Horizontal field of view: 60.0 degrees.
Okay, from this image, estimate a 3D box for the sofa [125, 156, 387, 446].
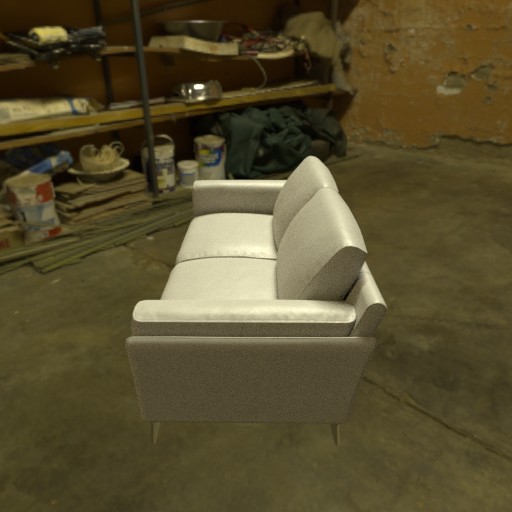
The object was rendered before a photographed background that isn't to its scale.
[{"bbox_3d":[0.000,0.000,2.736,1.049,0.930,2.101,0,26,1],"label":"sofa"}]
